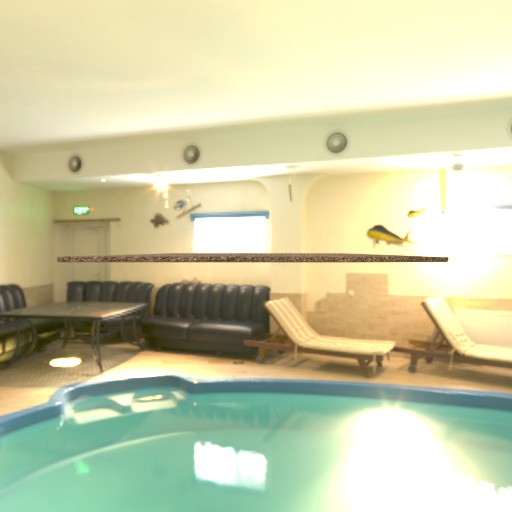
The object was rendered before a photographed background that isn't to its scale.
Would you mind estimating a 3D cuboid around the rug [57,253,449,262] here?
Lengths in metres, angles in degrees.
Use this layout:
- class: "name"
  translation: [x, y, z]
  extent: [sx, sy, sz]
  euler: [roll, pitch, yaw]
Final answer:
- class: "rug"
  translation: [0.000, 0.000, 3.370]
  extent: [1.802, 0.026, 2.699]
  euler: [0, 1, 1]
